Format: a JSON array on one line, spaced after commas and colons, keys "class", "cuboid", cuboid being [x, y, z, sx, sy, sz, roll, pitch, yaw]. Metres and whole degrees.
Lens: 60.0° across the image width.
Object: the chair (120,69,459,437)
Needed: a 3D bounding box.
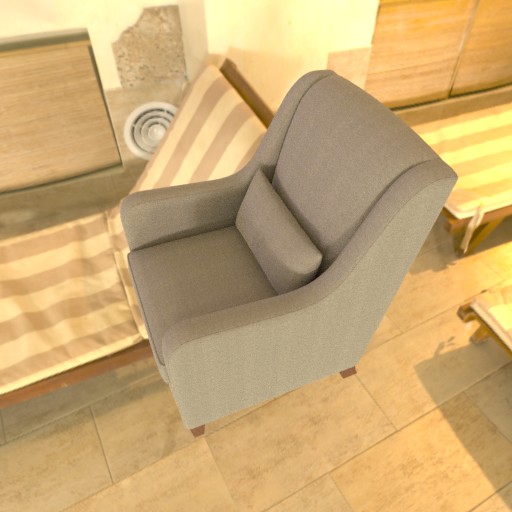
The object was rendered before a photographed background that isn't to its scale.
[{"class": "chair", "cuboid": [0.000, 0.000, 1.617, 0.890, 1.017, 0.715, -17, 49, -15]}]
